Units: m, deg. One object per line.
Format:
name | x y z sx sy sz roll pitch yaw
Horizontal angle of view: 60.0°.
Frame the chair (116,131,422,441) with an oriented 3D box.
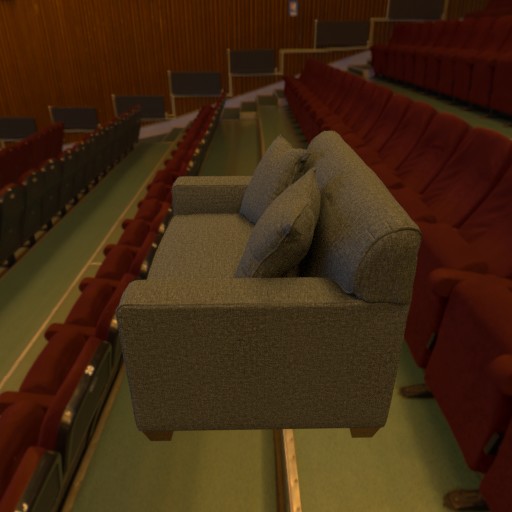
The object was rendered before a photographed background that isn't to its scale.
chair | 0.000 0.000 2.094 1.000 0.948 1.383 -1 27 -1
